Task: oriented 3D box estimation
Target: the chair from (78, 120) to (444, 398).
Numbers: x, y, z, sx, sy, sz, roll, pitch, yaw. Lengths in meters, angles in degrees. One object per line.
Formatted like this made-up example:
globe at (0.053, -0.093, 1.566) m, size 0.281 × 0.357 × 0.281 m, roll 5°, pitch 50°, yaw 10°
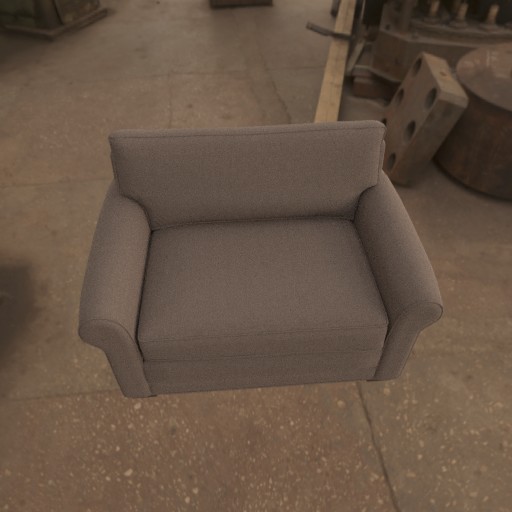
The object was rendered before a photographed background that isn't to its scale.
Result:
chair at (0.000, 0.000, 1.998) m, size 1.390 × 0.930 × 0.930 m, roll -3°, pitch 45°, yaw -3°
